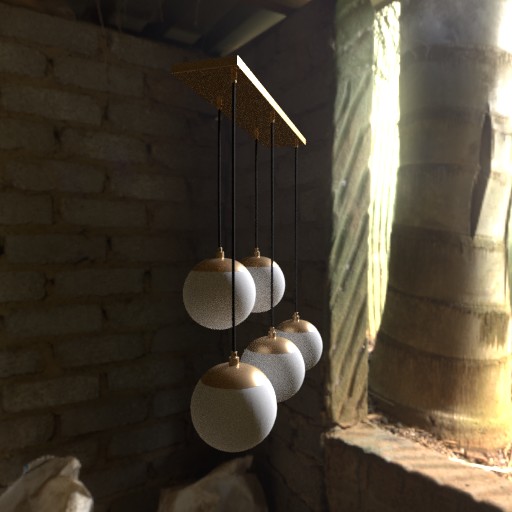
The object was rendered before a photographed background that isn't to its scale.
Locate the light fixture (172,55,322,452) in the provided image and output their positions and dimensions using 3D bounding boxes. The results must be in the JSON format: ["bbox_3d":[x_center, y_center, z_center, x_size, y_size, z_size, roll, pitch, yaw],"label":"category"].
[{"bbox_3d":[0.000,0.000,1.343,0.299,0.869,0.863,0,1,17],"label":"light fixture"}]
